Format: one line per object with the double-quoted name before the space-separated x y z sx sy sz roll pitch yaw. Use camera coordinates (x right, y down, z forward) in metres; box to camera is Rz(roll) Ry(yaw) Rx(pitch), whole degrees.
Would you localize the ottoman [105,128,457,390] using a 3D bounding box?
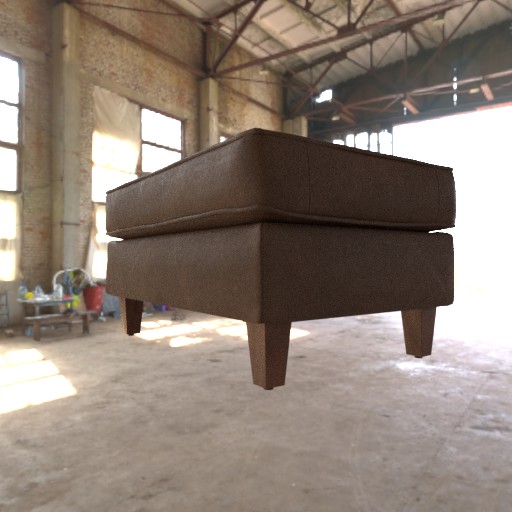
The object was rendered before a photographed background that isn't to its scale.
"ottoman" 0.000 0.000 1.201 0.596 0.481 0.860 1 -1 -35
